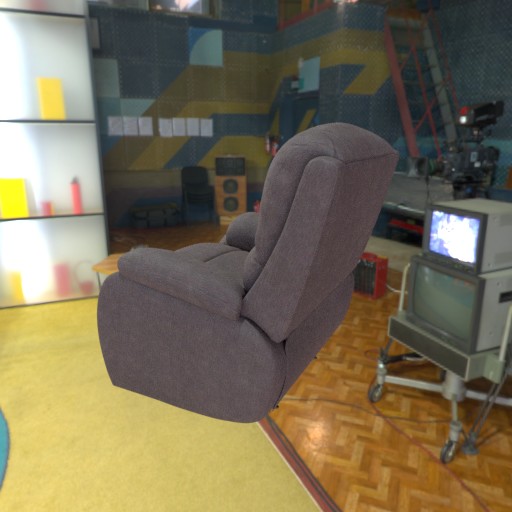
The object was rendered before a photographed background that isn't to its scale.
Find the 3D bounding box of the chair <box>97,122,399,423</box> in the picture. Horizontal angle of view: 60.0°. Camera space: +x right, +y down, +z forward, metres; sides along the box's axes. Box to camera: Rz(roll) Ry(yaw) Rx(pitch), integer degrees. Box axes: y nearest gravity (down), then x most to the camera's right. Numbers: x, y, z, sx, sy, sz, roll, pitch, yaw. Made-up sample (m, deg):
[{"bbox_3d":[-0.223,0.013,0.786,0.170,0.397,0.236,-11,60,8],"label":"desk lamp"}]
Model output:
[{"bbox_3d":[0.000,0.000,1.764,0.899,1.011,0.930,8,17,26],"label":"chair"}]
